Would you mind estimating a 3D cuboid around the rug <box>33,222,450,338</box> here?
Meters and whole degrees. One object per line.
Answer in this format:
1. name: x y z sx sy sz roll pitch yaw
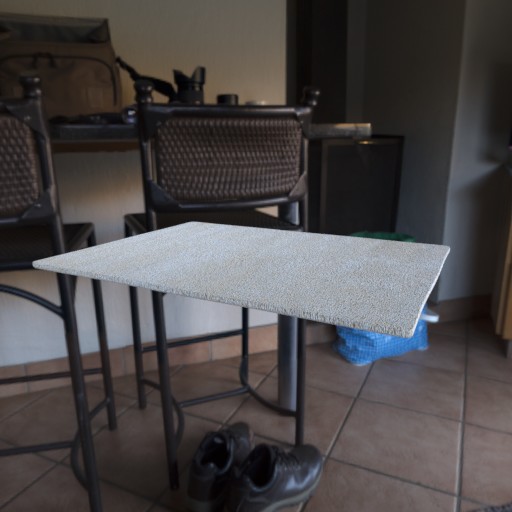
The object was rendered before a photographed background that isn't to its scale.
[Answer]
1. rug: 0.000 0.000 2.094 1.600 0.025 1.199 7 16 27
